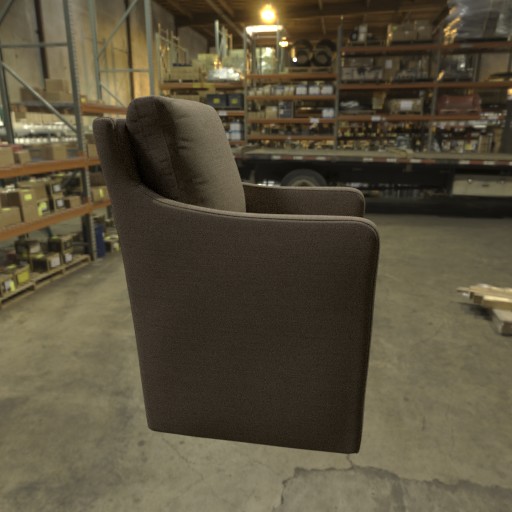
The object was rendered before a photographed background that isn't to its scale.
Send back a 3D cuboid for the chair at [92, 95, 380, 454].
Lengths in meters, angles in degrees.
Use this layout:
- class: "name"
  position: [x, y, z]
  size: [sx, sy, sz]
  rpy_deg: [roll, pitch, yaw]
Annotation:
- class: "chair"
  position: [0.000, 0.000, 1.366]
  size: [0.694, 0.914, 0.626]
  rpy_deg: [3, 16, 9]
